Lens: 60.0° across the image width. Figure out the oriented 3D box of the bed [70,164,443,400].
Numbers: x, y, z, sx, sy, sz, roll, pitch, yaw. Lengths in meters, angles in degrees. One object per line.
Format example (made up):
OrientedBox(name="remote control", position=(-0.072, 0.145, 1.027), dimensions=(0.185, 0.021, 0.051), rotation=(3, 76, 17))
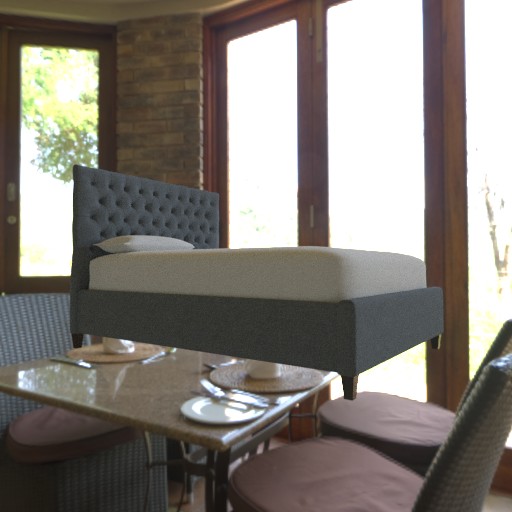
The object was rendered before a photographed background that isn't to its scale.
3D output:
OrientedBox(name="bed", position=(0.000, 0.000, 3.408), dimensions=(2.335, 1.411, 1.698), rotation=(-1, -2, 36))
